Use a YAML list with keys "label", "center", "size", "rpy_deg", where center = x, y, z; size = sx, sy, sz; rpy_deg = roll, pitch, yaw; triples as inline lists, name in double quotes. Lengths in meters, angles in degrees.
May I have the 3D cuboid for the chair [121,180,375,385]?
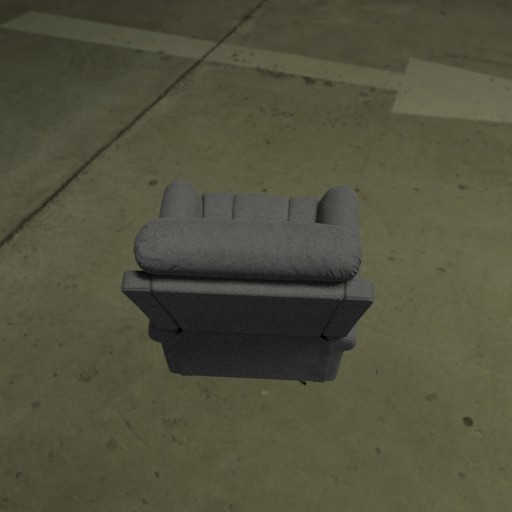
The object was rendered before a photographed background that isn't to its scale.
- label: "chair"
  center: [0.000, 0.000, 1.765]
  size: [0.871, 1.031, 0.979]
  rpy_deg: [2, 47, 2]
